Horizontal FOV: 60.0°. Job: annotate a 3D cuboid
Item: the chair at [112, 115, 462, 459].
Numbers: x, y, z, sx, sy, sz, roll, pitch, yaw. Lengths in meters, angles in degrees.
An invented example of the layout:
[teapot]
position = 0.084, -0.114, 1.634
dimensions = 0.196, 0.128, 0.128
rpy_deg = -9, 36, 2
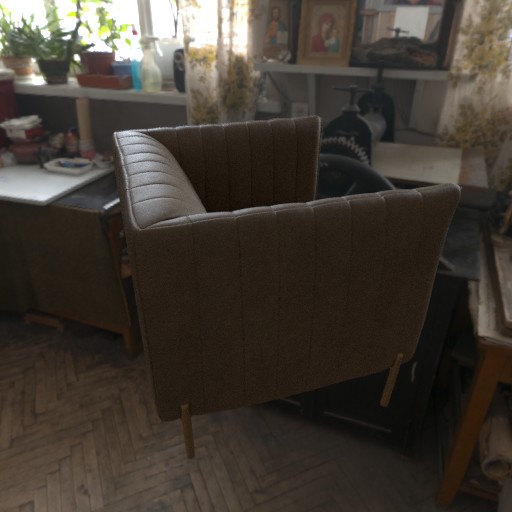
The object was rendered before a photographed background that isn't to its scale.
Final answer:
[chair]
position = 0.000, 0.000, 1.606
dimensions = 0.876, 0.779, 0.981
rpy_deg = -9, 31, -16
